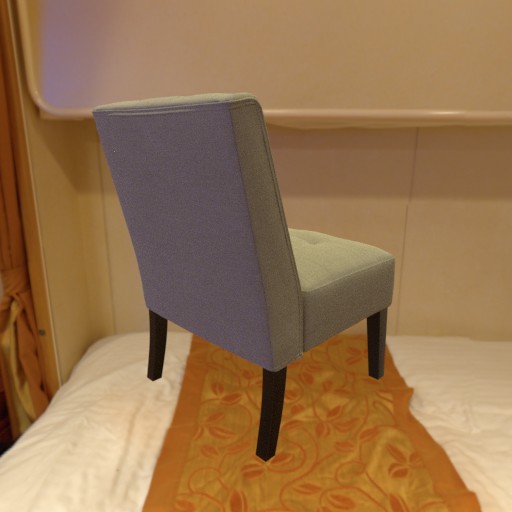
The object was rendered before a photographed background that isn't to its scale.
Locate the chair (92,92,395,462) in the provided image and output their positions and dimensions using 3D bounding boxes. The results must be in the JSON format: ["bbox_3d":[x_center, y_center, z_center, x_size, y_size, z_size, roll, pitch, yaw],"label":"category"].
[{"bbox_3d":[0.000,0.000,1.304,0.676,0.853,0.569,-15,22,-43],"label":"chair"}]
